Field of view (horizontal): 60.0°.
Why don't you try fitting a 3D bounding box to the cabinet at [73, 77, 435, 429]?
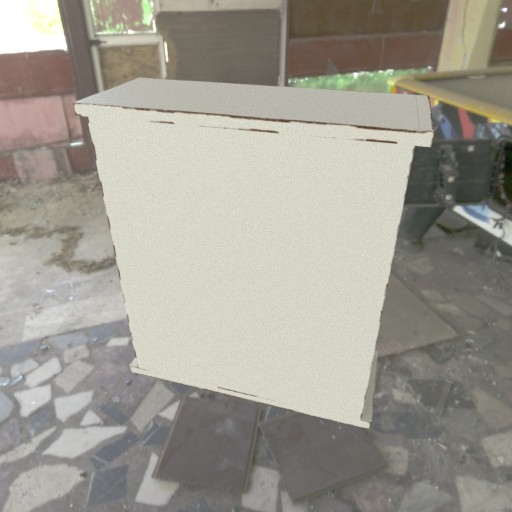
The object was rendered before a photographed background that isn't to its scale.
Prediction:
[{"bbox_3d":[0.000,0.000,0.880,0.541,0.603,0.210,9,34,14],"label":"cabinet"}]
